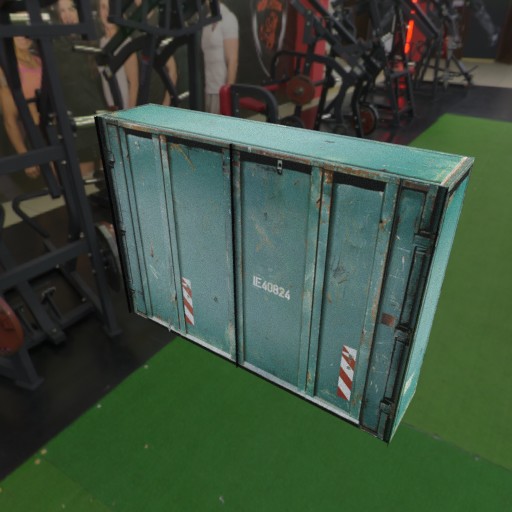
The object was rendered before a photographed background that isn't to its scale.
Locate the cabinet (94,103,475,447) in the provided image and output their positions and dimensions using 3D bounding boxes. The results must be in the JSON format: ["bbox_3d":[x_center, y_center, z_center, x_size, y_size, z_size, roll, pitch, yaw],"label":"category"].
[{"bbox_3d":[0.000,0.000,3.931,3.001,2.160,0.680,19,35,30],"label":"cabinet"}]
